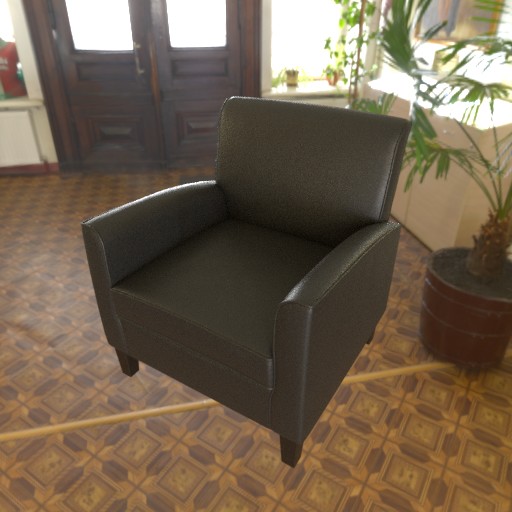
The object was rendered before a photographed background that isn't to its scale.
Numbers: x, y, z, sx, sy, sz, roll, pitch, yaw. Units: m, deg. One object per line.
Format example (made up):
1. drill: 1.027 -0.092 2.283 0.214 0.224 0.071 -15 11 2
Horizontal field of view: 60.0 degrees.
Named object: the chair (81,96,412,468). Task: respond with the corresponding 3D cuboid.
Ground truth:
1. chair: 0.000 0.000 1.577 0.820 0.916 0.819 18 35 27
